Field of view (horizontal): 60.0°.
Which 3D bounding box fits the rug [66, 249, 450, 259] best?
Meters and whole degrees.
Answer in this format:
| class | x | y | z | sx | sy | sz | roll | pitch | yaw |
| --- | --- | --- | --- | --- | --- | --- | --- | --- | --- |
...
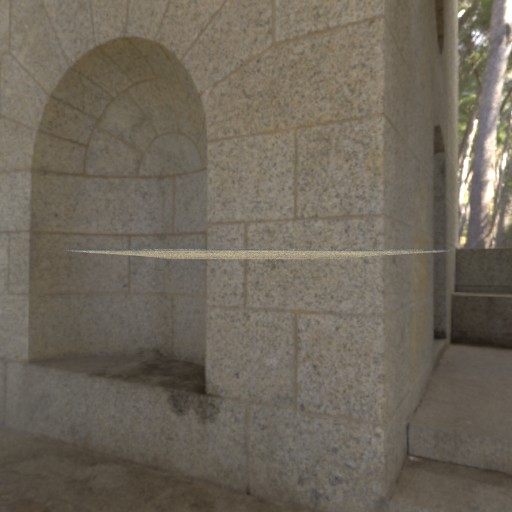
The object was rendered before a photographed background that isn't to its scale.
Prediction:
| class | x | y | z | sx | sy | sz | roll | pitch | yaw |
| --- | --- | --- | --- | --- | --- | --- | --- | --- | --- |
| rug | 0.000 | 0.000 | 2.168 | 1.135 | 0.010 | 1.740 | 0 | -1 | -1 |
